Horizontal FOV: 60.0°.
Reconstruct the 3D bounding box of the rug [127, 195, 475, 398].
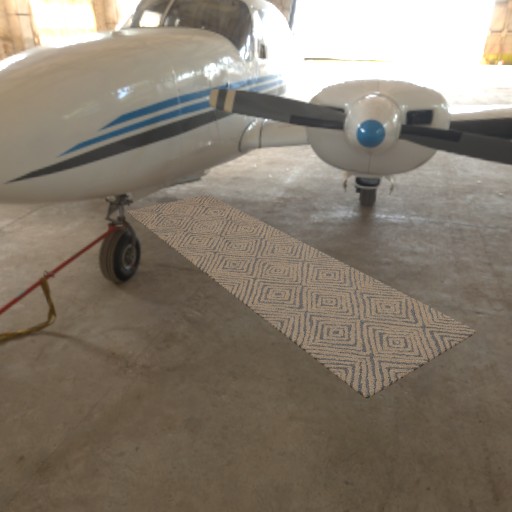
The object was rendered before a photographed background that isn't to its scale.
[{"bbox_3d":[0.000,0.000,2.531,0.676,0.008,2.277,-17,31,-31],"label":"rug"}]
